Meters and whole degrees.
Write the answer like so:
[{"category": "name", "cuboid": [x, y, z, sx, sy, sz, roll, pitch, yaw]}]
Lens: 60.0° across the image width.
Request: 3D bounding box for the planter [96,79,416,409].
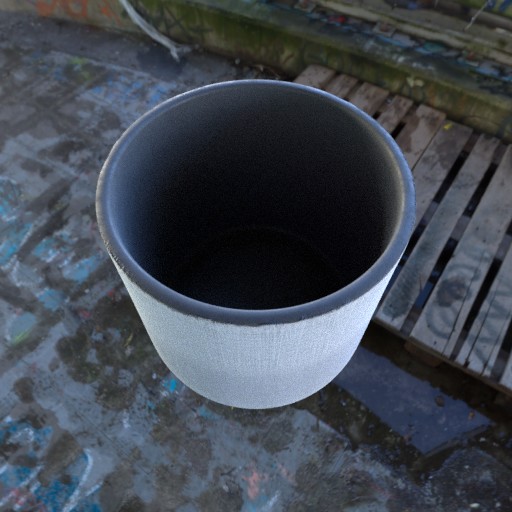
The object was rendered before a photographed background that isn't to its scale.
[{"category": "planter", "cuboid": [0.000, 0.000, 0.387, 0.221, 0.201, 0.221, 0, 58, 0]}]
